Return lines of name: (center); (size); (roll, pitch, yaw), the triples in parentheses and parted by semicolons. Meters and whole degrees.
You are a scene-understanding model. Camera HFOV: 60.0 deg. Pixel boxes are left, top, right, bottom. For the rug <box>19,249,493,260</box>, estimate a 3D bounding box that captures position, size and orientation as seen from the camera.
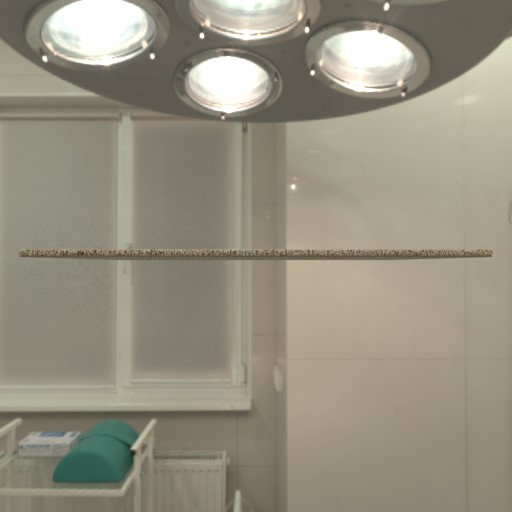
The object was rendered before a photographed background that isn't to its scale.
rug: (0.000, 0.000, 2.259); (1.778, 0.030, 1.219); (0, -1, 0)
